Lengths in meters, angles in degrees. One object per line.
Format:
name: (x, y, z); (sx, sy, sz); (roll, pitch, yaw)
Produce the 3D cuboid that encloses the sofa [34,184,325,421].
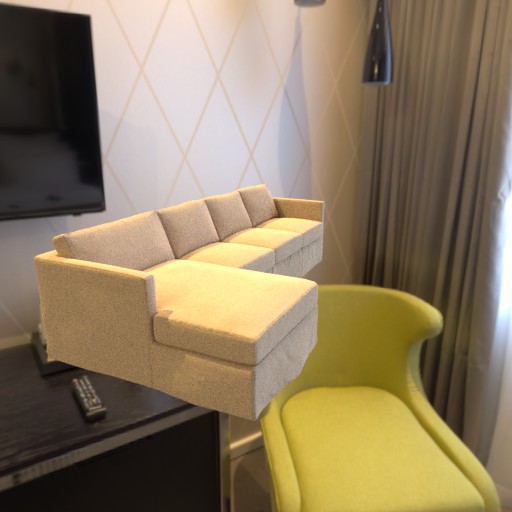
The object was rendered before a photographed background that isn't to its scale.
sofa: (0.000, 0.000, 3.927); (1.650, 0.922, 3.205); (8, 17, 26)
